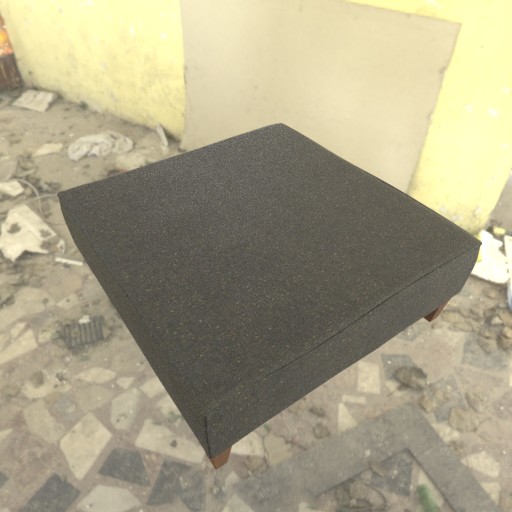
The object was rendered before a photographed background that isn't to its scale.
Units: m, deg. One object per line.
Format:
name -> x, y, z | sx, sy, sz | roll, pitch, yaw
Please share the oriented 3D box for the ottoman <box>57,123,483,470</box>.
ottoman -> 0.000, 0.000, 1.517 | 0.968, 0.382, 1.004 | -25, 47, -26
